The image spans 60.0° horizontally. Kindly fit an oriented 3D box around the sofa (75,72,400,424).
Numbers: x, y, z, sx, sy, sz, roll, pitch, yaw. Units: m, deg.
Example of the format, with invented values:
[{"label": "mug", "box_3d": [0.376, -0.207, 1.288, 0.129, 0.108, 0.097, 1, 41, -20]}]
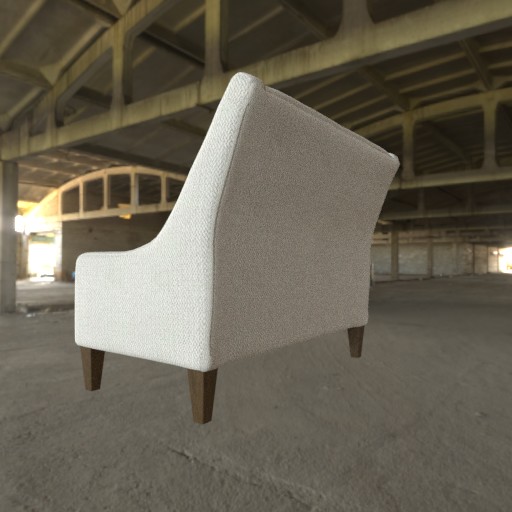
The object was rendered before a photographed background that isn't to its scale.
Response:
[{"label": "sofa", "box_3d": [0.000, 0.000, 1.938, 0.870, 1.022, 1.242, 0, -1, 36]}]
